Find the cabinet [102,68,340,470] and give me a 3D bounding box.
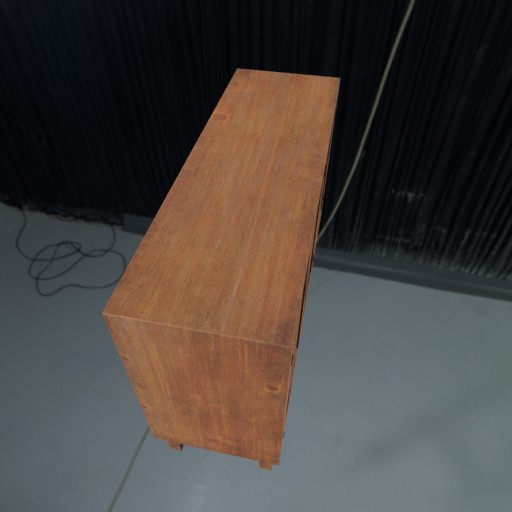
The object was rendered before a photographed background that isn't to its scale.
[{"bbox_3d":[0.000,0.000,1.593,0.403,0.805,1.204,9,47,8],"label":"cabinet"}]
